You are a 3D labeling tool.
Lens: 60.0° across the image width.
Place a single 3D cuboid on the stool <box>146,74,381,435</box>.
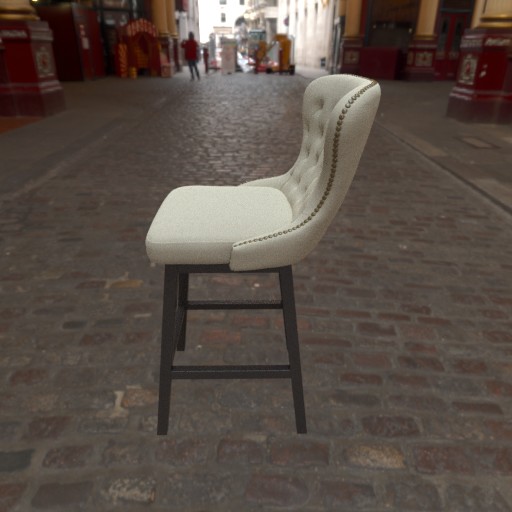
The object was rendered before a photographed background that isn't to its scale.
[{"bbox_3d":[0.000,0.000,1.298,0.593,0.971,0.528,0,26,-1],"label":"stool"}]
